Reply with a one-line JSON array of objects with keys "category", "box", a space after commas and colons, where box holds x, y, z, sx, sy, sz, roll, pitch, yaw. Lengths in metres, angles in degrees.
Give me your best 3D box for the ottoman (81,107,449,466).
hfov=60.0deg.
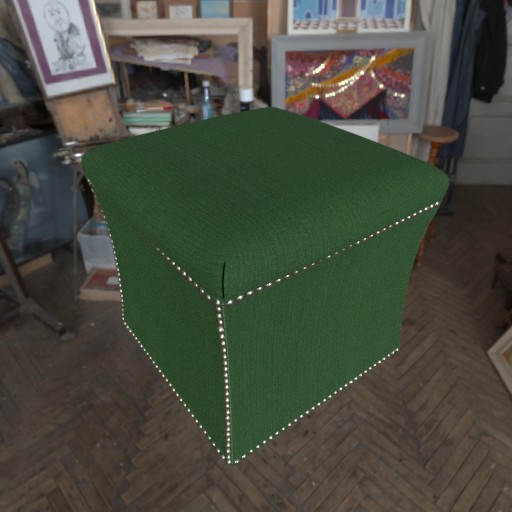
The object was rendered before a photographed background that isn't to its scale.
[{"category": "ottoman", "box": [0.000, 0.000, 0.914, 0.497, 0.475, 0.507, -23, 41, -30]}]
